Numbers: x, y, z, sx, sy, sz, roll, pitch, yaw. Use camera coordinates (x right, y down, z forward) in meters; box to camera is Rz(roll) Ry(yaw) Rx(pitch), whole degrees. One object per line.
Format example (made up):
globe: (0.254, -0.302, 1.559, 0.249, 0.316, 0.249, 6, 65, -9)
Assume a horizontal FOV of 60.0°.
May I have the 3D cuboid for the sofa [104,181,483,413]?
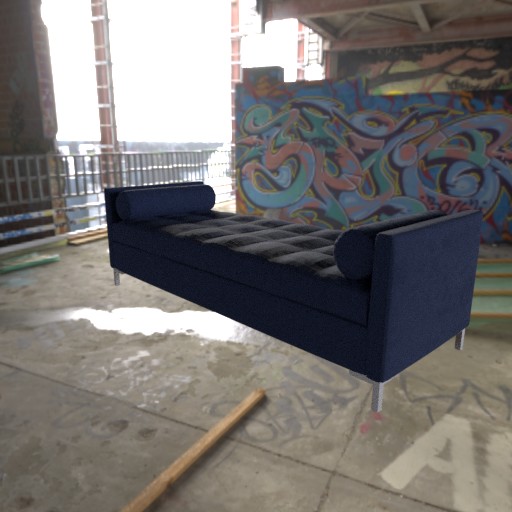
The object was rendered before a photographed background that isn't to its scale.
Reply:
sofa: (0.000, 0.000, 2.474, 0.797, 0.657, 2.102, -13, 20, -42)
